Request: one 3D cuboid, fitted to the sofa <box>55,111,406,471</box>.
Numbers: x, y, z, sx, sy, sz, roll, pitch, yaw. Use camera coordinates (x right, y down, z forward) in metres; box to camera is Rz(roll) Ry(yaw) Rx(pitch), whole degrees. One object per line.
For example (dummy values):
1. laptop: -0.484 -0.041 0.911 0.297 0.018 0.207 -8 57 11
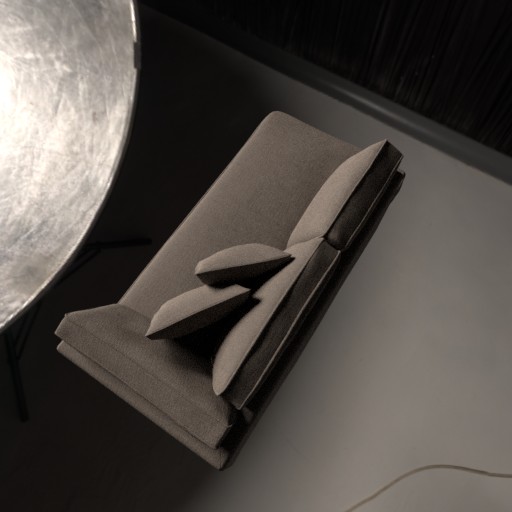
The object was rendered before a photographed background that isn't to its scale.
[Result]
1. sofa: 0.000 0.000 2.820 1.110 1.033 2.237 31 69 13
